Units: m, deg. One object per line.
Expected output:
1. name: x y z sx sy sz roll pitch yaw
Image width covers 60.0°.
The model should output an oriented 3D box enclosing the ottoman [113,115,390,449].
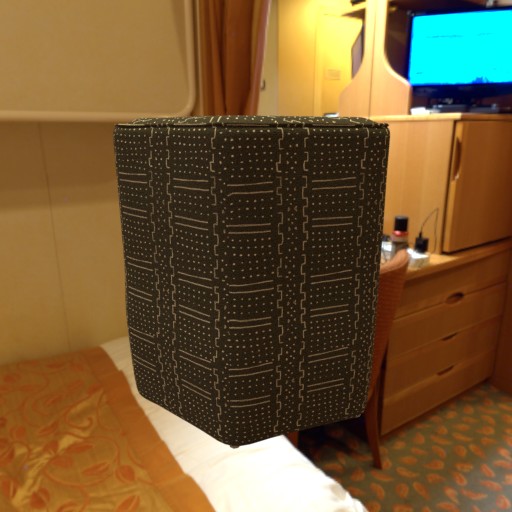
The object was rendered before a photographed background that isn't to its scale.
1. ottoman: 0.000 0.000 0.851 0.443 0.502 0.494 2 16 9
